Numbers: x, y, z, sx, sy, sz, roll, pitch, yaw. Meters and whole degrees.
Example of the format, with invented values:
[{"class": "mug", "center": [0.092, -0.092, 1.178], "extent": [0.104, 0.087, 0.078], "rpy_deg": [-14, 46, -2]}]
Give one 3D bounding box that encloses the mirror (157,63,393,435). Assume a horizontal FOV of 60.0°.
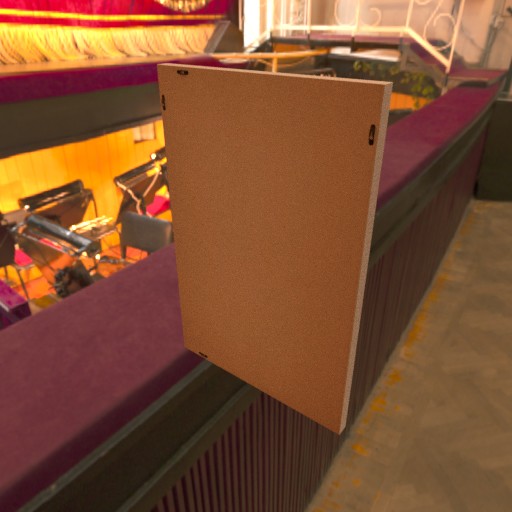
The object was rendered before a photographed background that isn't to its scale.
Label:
[{"class": "mirror", "center": [0.000, 0.000, 1.186], "extent": [0.609, 0.915, 0.041], "rpy_deg": [20, 34, 32]}]
